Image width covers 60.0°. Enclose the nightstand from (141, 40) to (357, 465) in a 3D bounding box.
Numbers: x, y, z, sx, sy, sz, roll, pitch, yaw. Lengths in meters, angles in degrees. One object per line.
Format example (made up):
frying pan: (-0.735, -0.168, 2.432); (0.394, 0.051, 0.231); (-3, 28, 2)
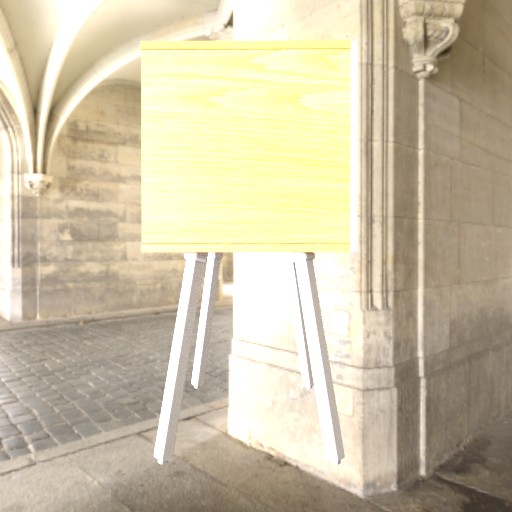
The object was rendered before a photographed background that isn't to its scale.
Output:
nightstand: (0.000, 0.000, 0.817); (0.316, 0.601, 0.400); (0, 1, 1)
